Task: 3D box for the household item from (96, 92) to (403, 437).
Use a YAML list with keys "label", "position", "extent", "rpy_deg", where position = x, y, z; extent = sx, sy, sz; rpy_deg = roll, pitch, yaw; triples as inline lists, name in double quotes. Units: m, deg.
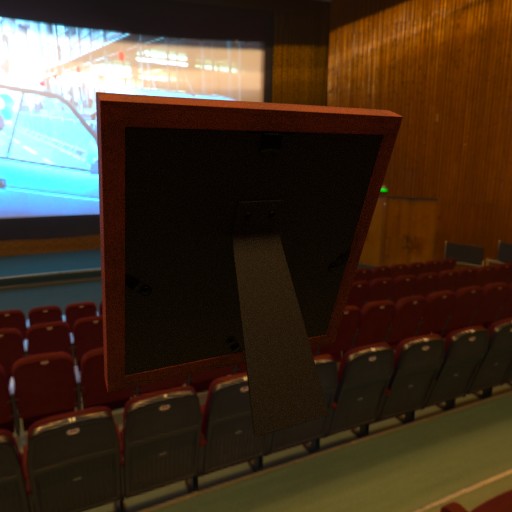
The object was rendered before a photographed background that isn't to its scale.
- label: "household item"
  position: [0.000, 0.000, 0.370]
  extent: [0.240, 0.240, 0.131]
  rpy_deg: [-6, 14, -25]
